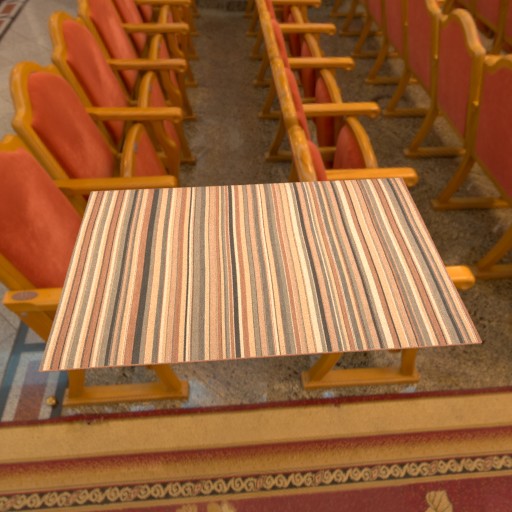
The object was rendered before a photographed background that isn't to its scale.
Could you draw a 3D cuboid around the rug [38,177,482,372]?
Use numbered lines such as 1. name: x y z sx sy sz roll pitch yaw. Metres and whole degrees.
1. rug: 0.000 0.000 2.942 2.438 0.014 1.523 -3 47 -3
